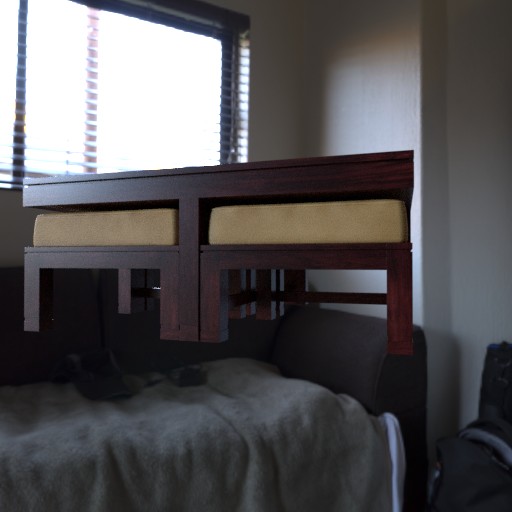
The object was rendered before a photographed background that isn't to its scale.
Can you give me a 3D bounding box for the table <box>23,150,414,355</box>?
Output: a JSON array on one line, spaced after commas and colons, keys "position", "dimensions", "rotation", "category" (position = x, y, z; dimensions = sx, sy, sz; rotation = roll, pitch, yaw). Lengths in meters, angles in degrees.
[{"position": [0.000, 0.000, 1.312], "dimensions": [0.865, 0.356, 0.865], "rotation": [0, -1, 18], "category": "table"}]
